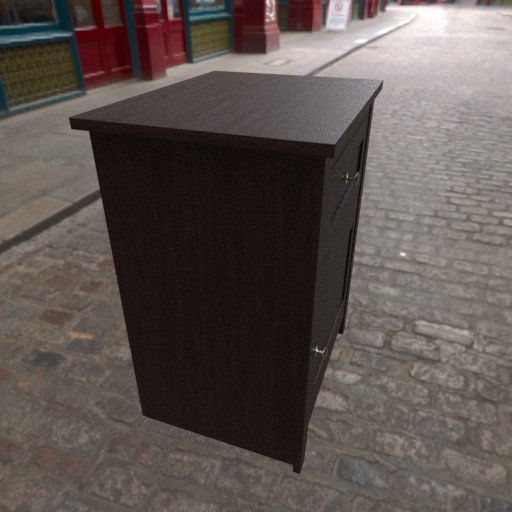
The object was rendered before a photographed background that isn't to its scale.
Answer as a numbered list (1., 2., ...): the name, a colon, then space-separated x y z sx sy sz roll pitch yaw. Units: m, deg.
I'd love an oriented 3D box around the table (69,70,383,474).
1. table: 0.000 0.000 0.916 0.381 0.635 0.480 11 32 17
